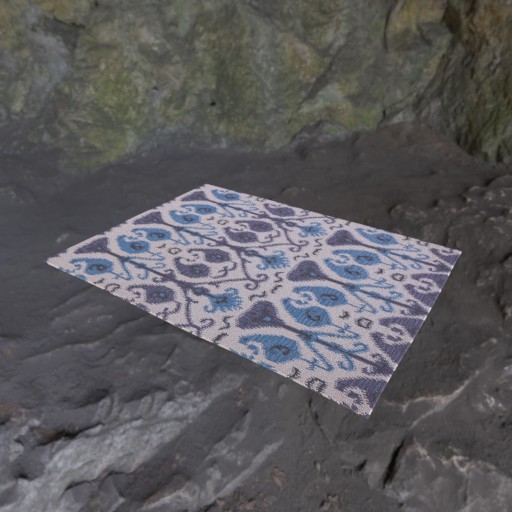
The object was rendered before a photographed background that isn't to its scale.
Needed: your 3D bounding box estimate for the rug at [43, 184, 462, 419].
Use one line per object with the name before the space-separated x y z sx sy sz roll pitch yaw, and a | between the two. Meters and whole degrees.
rug | 0.000 0.000 2.964 2.261 0.013 1.676 19 35 29
